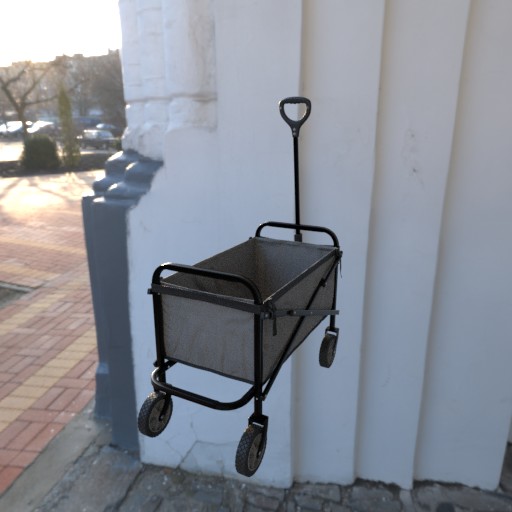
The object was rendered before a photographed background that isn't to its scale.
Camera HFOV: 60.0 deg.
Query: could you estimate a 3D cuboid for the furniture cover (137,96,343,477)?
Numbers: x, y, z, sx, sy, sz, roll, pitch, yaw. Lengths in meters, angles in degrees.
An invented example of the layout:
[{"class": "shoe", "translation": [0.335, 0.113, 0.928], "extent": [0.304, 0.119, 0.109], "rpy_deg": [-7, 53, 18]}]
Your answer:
[{"class": "furniture cover", "translation": [0.000, 0.000, 1.853], "extent": [0.532, 1.295, 1.038], "rpy_deg": [9, 18, 27]}]
